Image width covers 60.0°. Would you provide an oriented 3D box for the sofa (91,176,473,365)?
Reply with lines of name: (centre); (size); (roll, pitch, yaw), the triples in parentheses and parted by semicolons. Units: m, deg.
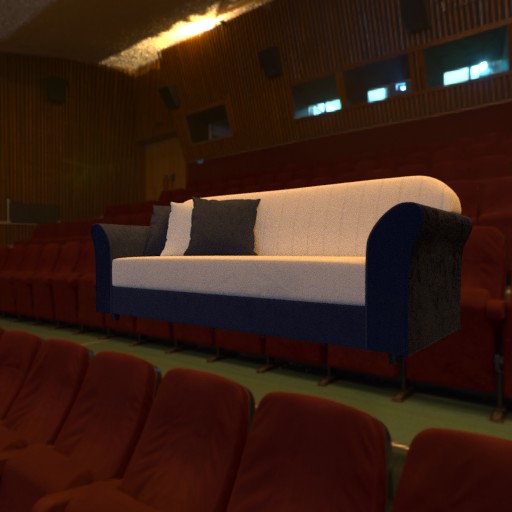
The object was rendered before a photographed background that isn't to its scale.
sofa: (0.000, 0.000, 2.408); (2.006, 0.789, 0.749); (0, 1, 38)
